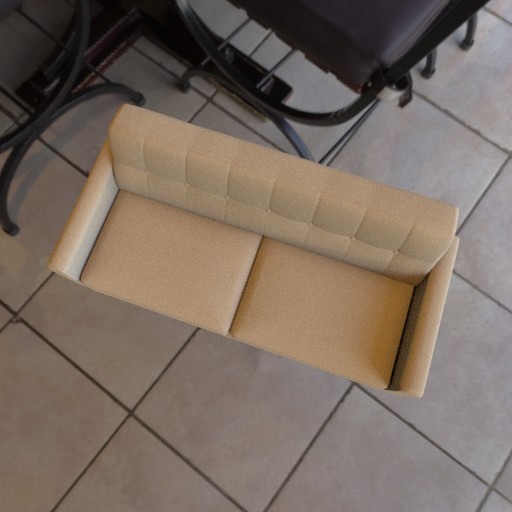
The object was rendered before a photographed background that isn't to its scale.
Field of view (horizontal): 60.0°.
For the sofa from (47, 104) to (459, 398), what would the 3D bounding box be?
[{"bbox_3d":[0.000,0.000,2.619,2.137,0.892,0.980,18,76,5],"label":"sofa"}]
